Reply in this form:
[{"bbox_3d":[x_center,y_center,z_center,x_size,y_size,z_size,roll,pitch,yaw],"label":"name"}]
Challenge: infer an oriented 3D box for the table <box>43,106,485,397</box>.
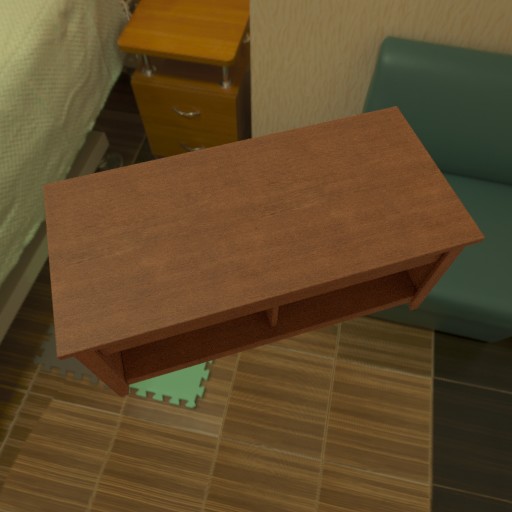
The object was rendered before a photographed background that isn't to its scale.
[{"bbox_3d":[0.000,0.000,1.312,1.016,0.457,0.483,-15,61,-8],"label":"table"}]
